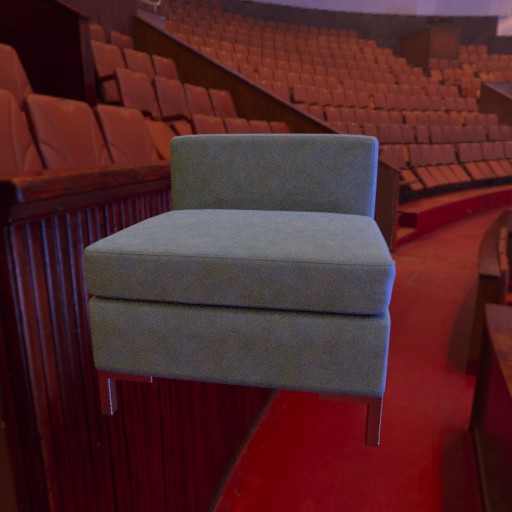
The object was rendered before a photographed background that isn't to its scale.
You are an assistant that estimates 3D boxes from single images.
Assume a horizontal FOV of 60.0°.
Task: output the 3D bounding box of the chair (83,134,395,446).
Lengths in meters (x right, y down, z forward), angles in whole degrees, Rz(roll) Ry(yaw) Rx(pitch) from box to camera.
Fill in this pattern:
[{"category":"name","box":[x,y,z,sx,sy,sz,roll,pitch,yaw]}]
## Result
[{"category":"chair","box":[0.000,0.000,1.233,0.684,0.660,0.685,3,15,10]}]
